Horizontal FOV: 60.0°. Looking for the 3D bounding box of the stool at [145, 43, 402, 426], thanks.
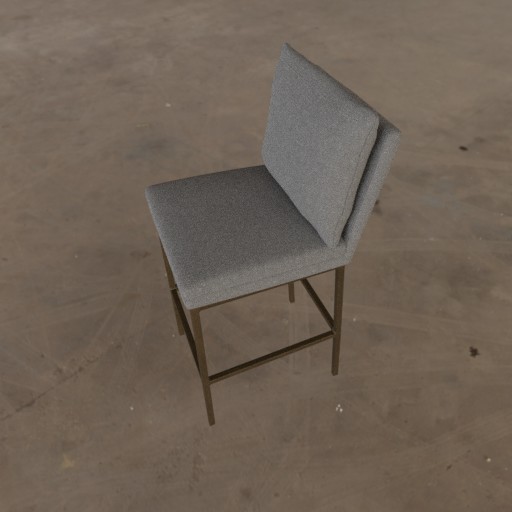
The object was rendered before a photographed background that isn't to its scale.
[{"bbox_3d":[0.000,0.000,1.426,0.569,1.132,0.463,-16,47,-15],"label":"stool"}]
